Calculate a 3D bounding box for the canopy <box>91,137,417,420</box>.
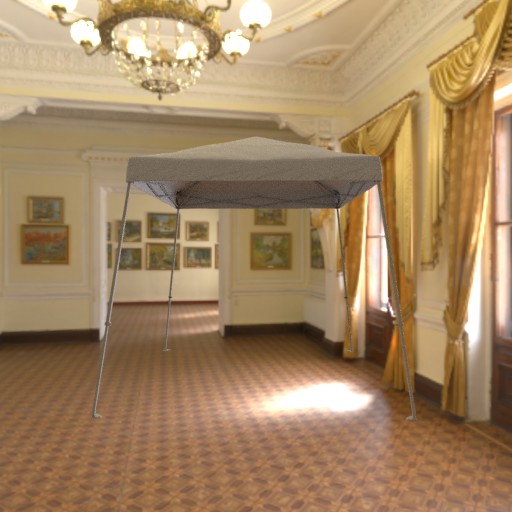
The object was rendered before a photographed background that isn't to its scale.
[{"bbox_3d":[0.000,0.000,6.684,3.599,3.600,3.600,0,0,1],"label":"canopy"}]
